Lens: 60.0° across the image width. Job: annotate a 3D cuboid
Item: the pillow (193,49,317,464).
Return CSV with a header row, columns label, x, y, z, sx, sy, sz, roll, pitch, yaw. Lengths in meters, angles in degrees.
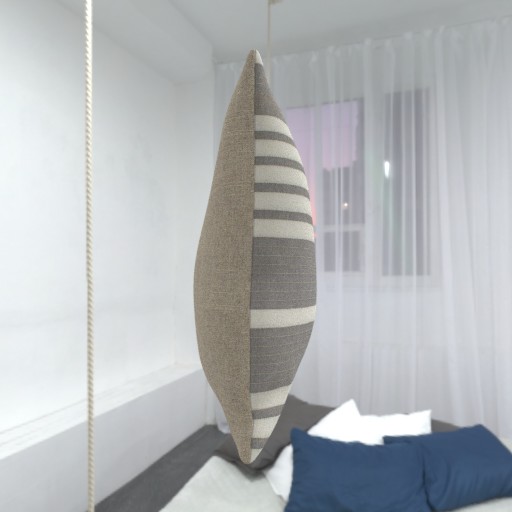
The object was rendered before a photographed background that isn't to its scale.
label,x,y,z,sx,sy,sz,roll,pitch,yaw
pillow,0.000,0.000,0.678,0.182,0.440,0.439,0,-1,0
